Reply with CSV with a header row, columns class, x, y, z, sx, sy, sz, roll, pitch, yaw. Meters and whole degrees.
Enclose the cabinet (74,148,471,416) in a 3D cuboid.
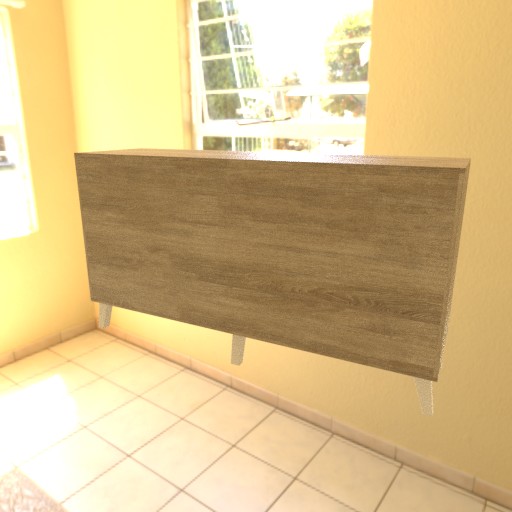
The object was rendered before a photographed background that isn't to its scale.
class,x,y,z,sx,sy,sz,roll,pitch,yaw
cabinet,0.000,0.000,1.958,1.600,0.870,0.450,8,18,26
